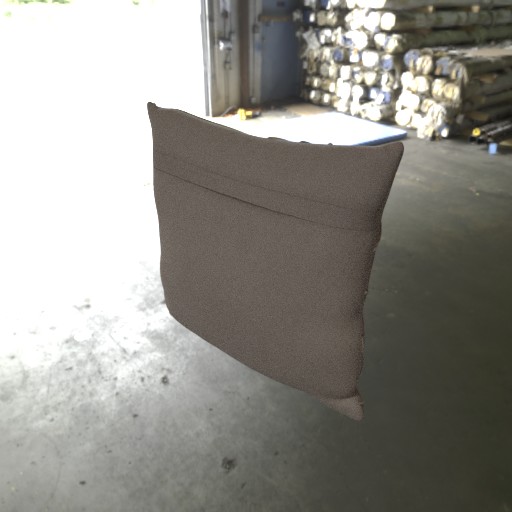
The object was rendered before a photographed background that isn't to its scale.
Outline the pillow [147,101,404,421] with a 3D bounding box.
[{"bbox_3d":[0.000,0.000,0.710,0.439,0.440,0.185,21,37,32],"label":"pillow"}]
